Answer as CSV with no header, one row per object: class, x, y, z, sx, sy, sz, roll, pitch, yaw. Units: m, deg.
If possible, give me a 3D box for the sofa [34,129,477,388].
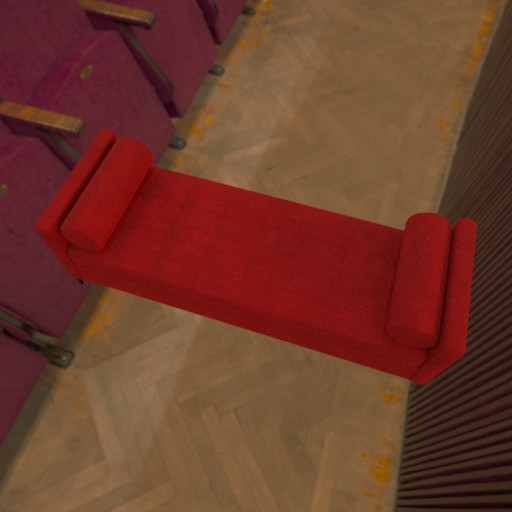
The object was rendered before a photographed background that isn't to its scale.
sofa,0.000,0.000,2.339,1.981,0.635,0.686,16,61,9
